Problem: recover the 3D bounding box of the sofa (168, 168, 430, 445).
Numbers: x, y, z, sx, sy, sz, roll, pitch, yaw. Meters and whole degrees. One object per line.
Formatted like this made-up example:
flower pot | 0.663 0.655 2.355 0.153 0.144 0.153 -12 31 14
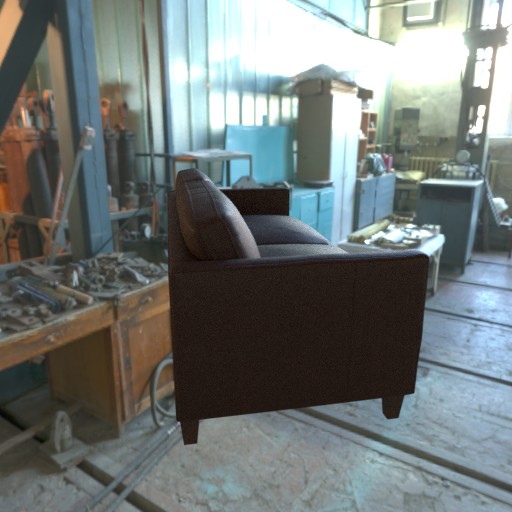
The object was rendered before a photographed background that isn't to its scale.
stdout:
sofa | 0.000 0.000 2.423 0.923 0.863 1.971 -3 16 -10
